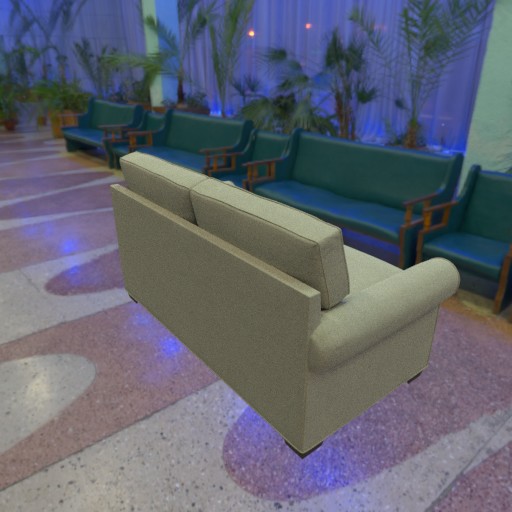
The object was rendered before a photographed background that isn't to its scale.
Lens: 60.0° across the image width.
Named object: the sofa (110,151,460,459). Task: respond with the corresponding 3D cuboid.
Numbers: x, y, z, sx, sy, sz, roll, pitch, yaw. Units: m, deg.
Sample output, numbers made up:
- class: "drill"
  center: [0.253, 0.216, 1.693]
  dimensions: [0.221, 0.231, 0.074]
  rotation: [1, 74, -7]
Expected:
- class: "sofa"
  center: [0.000, 0.000, 2.316]
  dimensions: [0.861, 0.933, 1.774]
  rotation: [-19, 31, -34]
